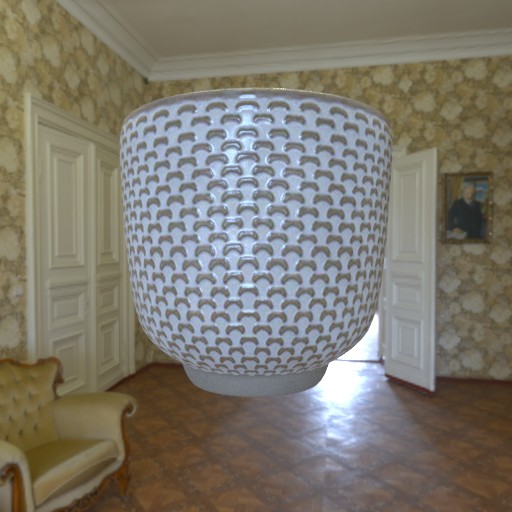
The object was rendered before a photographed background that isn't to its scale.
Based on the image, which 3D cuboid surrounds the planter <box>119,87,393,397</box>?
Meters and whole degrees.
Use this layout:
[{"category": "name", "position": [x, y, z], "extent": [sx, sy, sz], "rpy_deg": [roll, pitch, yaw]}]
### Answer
[{"category": "planter", "position": [0.000, 0.000, 0.236], "extent": [0.139, 0.130, 0.139], "rpy_deg": [0, 0, 0]}]
